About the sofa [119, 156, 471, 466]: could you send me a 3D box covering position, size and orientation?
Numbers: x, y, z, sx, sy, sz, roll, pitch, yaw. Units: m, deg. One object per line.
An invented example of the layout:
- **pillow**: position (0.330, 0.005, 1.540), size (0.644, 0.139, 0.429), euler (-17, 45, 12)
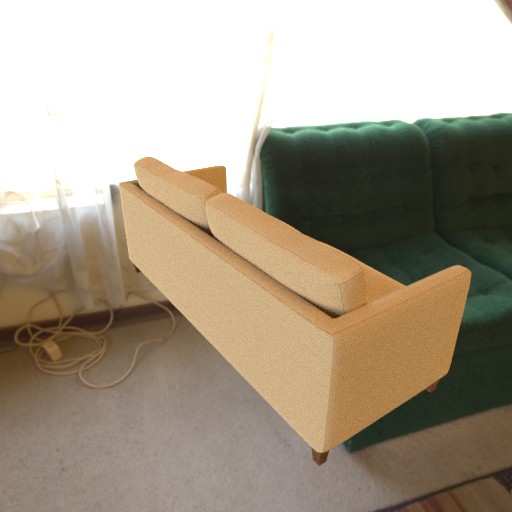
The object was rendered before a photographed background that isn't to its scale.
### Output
- **sofa**: position (0.000, 0.000, 2.852), size (0.951, 0.968, 2.361), euler (-17, 31, -31)
